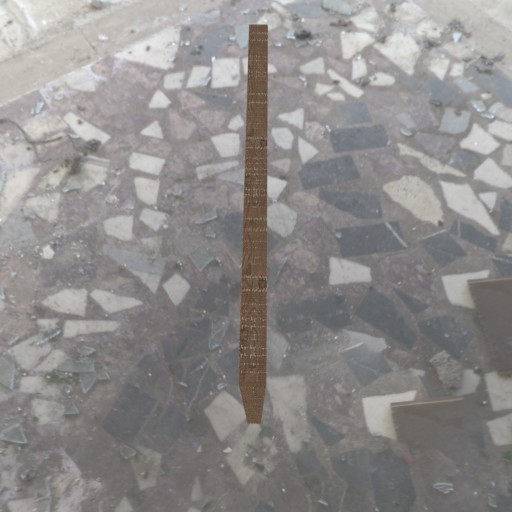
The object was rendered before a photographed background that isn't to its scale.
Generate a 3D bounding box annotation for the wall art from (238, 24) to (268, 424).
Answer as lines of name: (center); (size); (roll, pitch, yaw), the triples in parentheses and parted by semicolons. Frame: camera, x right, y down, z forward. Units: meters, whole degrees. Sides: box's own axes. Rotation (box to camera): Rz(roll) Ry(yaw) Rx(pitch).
wall art: (0.000, 0.000, 0.804); (0.029, 0.531, 0.531); (1, 65, 0)
